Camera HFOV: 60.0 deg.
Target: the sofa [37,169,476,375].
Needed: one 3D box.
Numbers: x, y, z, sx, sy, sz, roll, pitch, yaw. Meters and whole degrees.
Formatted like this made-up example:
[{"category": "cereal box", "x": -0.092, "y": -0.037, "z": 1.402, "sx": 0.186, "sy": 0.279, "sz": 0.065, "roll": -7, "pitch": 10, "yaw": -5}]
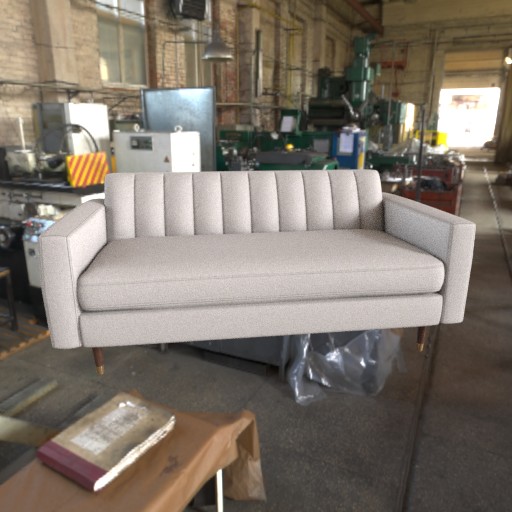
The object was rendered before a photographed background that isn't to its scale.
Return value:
[{"category": "sofa", "x": 0.000, "y": 0.000, "z": 2.352, "sx": 1.895, "sy": 0.814, "sz": 0.969, "roll": -2, "pitch": 17, "yaw": -8}]
